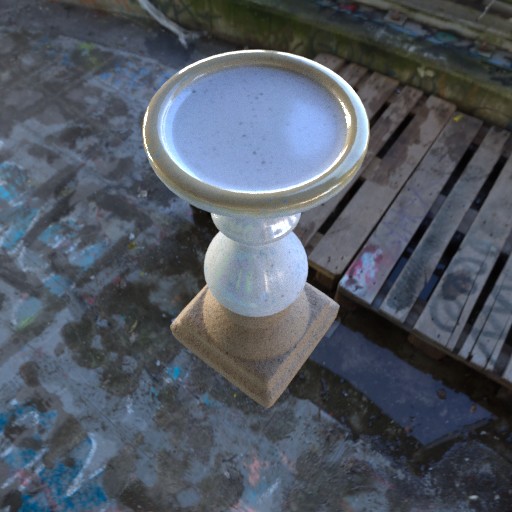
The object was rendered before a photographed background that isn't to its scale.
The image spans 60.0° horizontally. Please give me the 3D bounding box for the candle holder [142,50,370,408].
[{"bbox_3d":[0.000,0.000,0.299,0.110,0.239,0.110,33,64,18],"label":"candle holder"}]
